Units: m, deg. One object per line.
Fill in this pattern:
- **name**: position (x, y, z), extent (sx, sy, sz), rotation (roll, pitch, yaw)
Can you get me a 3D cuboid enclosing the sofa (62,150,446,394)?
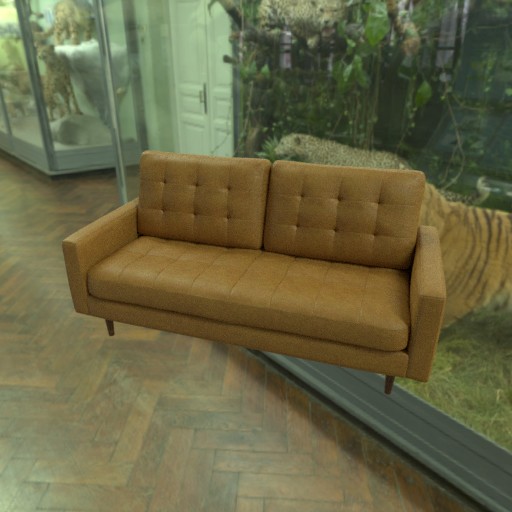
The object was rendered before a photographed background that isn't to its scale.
- **sofa**: position (0.000, 0.000, 2.339), extent (1.821, 0.898, 0.850), rotation (8, 27, 16)
